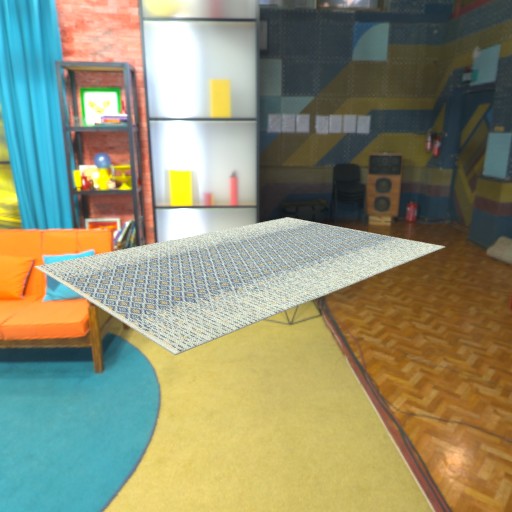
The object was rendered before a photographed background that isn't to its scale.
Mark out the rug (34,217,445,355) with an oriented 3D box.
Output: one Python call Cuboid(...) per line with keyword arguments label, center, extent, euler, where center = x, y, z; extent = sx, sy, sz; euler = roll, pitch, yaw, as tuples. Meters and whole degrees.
Cuboid(label="rug", center=(0.000, 0.000, 2.346), extent=(1.828, 0.005, 1.219), euler=(-15, 21, -42))
